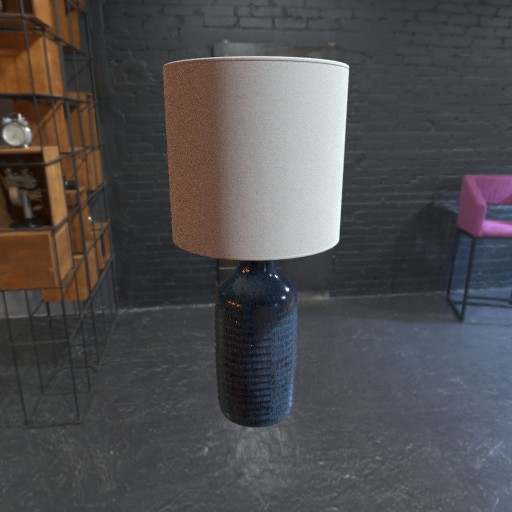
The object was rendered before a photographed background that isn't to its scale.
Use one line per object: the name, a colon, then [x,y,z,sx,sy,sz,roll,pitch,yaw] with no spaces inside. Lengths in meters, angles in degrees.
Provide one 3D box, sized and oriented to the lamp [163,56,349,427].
lamp: [0.000,0.000,0.606,0.220,0.475,0.220,-2,17,-6]
